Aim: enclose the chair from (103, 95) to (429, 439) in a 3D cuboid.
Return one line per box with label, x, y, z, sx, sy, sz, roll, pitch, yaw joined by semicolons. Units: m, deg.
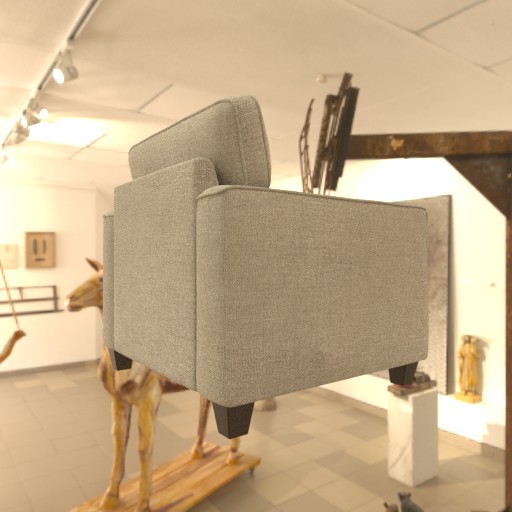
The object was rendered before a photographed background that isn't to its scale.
chair;0.000;0.000;1.788;0.939;0.965;1.015;0;0;-37
